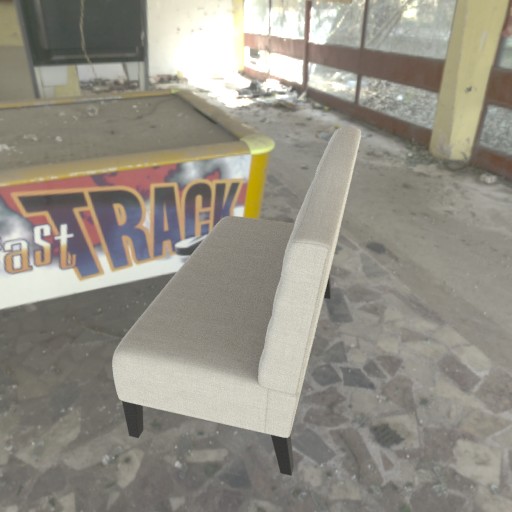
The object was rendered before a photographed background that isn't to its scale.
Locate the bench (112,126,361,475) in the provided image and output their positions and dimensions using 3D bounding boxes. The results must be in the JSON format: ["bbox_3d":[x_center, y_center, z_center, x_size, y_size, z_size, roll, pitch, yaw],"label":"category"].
[{"bbox_3d":[0.000,0.000,2.064,0.815,1.180,1.335,8,30,13],"label":"bench"}]
